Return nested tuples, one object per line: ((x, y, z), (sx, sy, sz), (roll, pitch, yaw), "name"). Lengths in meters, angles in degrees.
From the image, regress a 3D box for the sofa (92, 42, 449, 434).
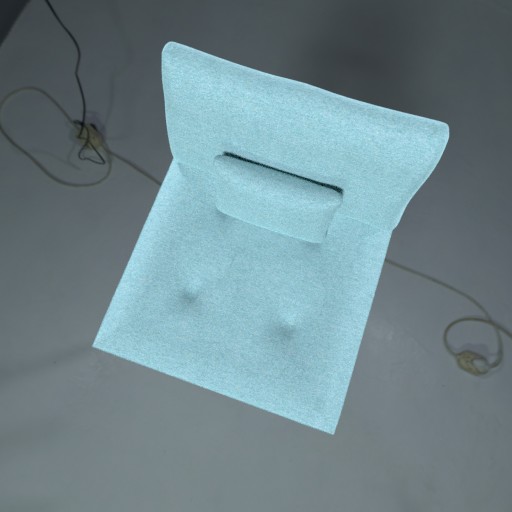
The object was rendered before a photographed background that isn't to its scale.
((0.000, 0.000, 1.605), (0.930, 0.820, 1.000), (19, 76, 5), "sofa")
